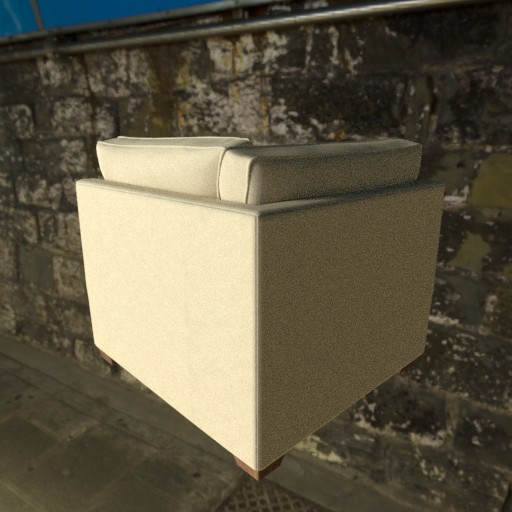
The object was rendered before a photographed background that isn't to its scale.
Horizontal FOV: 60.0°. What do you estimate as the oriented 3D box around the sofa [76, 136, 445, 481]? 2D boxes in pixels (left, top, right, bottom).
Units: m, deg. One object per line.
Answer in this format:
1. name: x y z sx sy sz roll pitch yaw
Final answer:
1. sofa: 0.000 0.000 1.912 1.084 1.002 1.146 -14 21 -42
